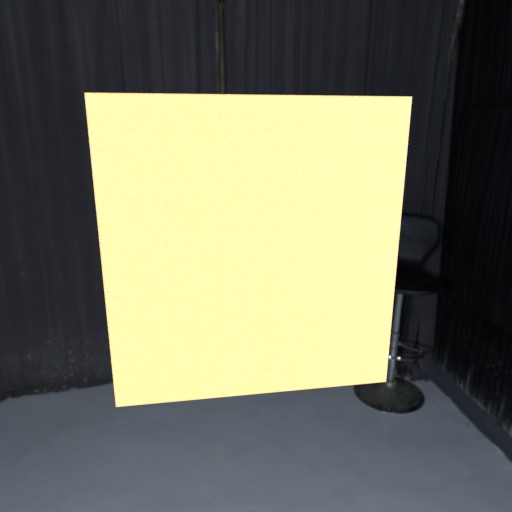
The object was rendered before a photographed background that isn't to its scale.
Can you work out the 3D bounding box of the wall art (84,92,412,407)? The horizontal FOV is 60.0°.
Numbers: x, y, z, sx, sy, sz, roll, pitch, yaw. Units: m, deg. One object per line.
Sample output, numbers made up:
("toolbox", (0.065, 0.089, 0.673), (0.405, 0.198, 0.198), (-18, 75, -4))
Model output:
("wall art", (0.000, 0.000, 0.837), (0.554, 0.572, 0.037), (-3, 16, -9))
